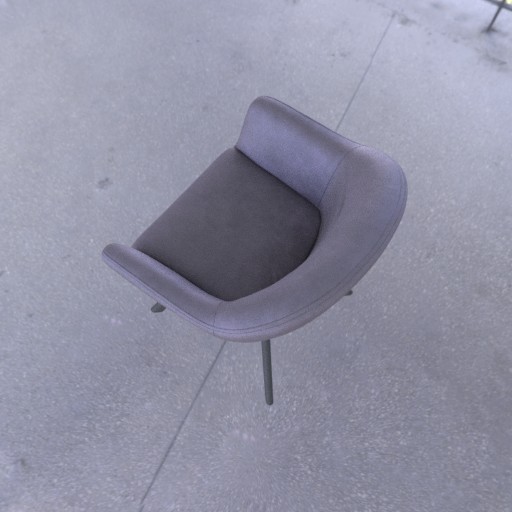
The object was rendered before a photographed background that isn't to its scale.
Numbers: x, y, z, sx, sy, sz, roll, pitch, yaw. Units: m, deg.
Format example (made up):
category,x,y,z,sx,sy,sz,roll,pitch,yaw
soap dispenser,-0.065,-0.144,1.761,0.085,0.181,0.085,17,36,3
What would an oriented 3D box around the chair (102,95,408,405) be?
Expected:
category,x,y,z,sx,sy,sz,roll,pitch,yaw
chair,0.000,0.000,1.166,0.544,0.781,0.567,35,70,15
